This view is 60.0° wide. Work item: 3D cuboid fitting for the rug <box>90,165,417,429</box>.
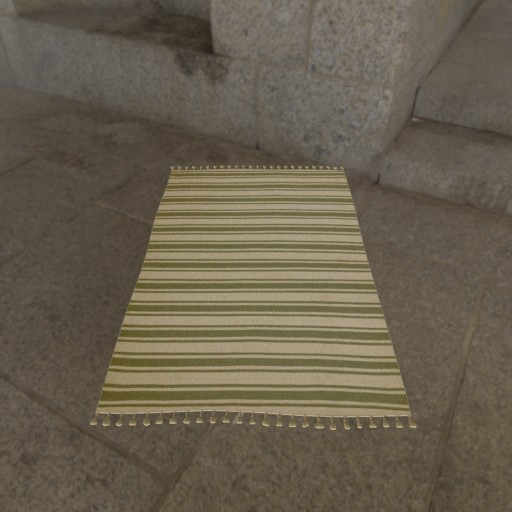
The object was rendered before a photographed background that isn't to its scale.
[{"bbox_3d":[0.000,0.000,2.277,1.162,0.013,1.875,0,41,1],"label":"rug"}]
